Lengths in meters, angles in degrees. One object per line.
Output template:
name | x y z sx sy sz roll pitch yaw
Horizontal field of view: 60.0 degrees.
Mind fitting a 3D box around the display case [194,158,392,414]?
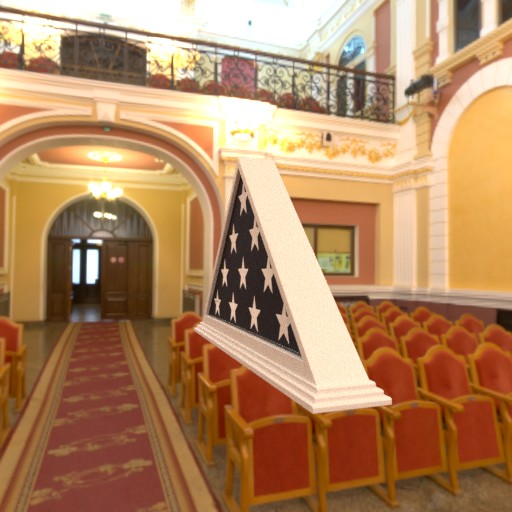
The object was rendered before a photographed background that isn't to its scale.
display case | 0.000 0.000 0.774 0.095 0.340 0.640 1 -2 -19
